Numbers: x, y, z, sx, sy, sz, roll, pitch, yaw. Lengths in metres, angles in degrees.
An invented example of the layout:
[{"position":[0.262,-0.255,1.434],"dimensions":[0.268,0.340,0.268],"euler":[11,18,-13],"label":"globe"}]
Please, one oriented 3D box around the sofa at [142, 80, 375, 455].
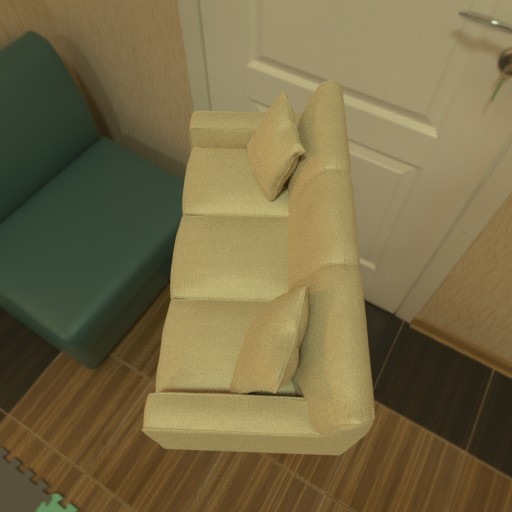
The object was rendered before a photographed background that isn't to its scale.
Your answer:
[{"position":[0.000,0.000,2.549],"dimensions":[0.997,0.958,2.024],"euler":[2,59,1],"label":"sofa"}]
